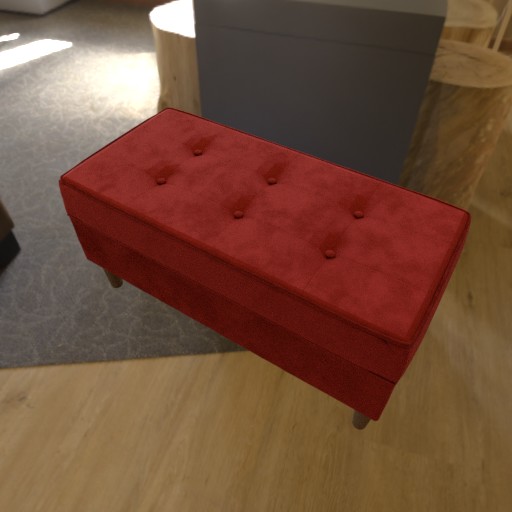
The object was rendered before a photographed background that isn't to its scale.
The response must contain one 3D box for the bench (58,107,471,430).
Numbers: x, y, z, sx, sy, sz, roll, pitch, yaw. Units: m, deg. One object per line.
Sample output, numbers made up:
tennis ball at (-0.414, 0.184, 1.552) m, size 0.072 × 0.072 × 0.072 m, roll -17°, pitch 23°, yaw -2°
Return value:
bench at (0.000, 0.000, 1.319) m, size 1.016 × 0.471 × 0.492 m, roll 25°, pitch 52°, yaw 22°
